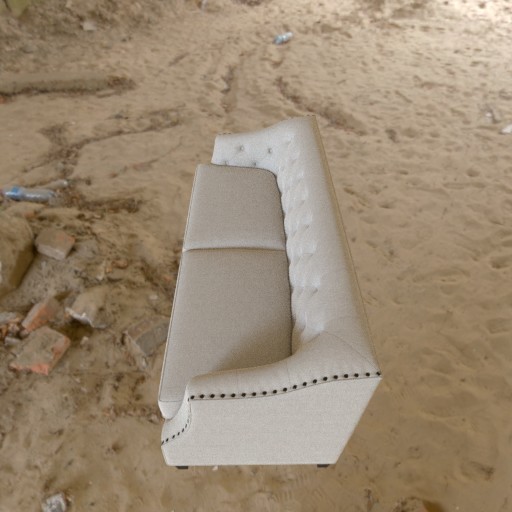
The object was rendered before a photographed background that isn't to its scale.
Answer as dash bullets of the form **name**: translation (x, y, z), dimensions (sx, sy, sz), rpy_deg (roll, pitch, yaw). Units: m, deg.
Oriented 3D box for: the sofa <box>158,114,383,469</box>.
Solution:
- **sofa**: translation (0.000, 0.000, 2.710), dimensions (0.914, 0.901, 2.235), rpy_deg (0, 42, -1)
